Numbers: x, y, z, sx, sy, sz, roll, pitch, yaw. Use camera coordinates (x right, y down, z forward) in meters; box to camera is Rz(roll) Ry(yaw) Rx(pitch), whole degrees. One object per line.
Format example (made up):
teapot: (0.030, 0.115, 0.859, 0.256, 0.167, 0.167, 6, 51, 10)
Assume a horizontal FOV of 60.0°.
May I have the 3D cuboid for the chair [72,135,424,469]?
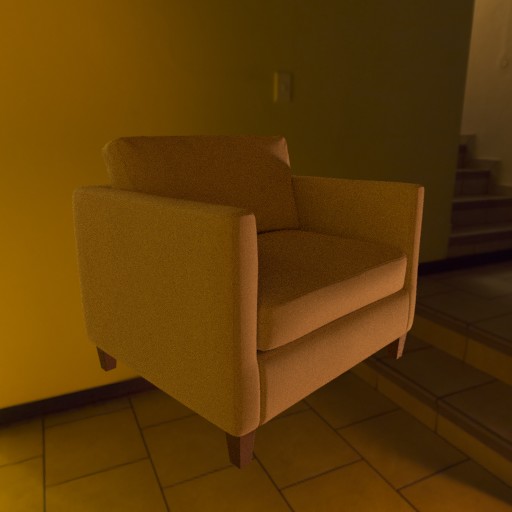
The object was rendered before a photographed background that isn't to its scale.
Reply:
chair: (0.000, 0.000, 1.809, 0.959, 0.961, 1.107, 14, 20, 43)
